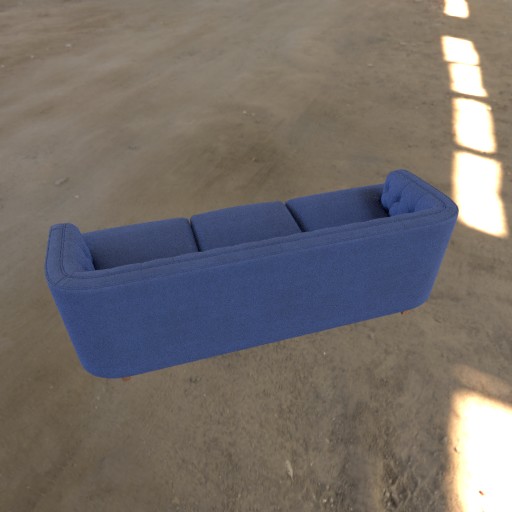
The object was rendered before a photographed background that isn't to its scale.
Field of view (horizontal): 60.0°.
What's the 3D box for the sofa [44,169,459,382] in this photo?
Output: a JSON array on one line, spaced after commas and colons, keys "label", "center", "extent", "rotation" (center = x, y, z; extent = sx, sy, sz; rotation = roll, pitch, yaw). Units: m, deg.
[{"label": "sofa", "center": [0.000, 0.000, 2.663], "extent": [2.235, 0.787, 0.914], "rotation": [-11, 41, -13]}]
